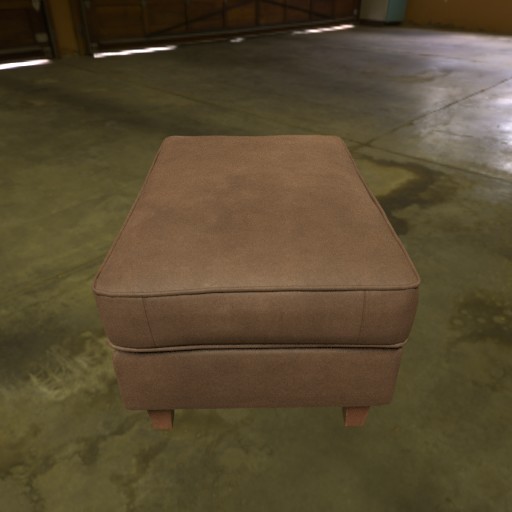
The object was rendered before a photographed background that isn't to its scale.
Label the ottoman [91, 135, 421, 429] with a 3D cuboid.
[{"bbox_3d":[0.000,0.000,1.207,0.596,0.481,0.860,-1,32,-1],"label":"ottoman"}]
